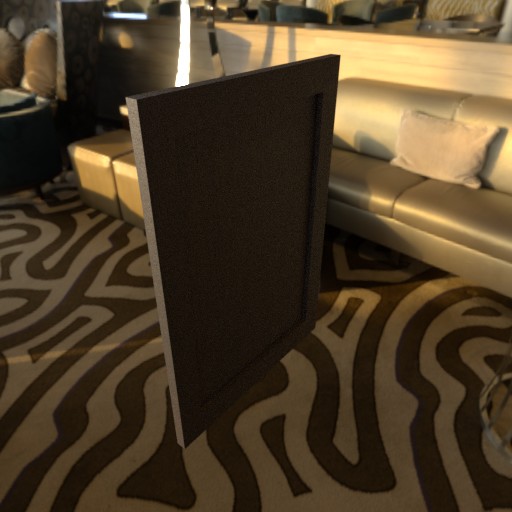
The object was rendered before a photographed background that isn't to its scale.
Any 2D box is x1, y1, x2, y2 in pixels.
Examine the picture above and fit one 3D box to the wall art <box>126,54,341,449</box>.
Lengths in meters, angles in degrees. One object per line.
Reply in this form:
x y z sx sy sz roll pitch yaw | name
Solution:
0.000 0.000 0.658 0.017 0.513 0.359 24 39 33 | wall art
